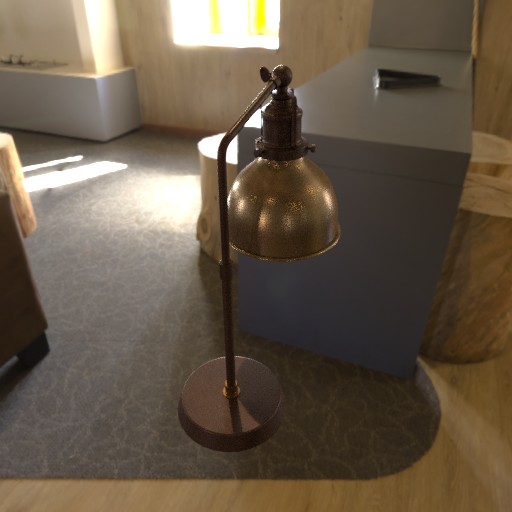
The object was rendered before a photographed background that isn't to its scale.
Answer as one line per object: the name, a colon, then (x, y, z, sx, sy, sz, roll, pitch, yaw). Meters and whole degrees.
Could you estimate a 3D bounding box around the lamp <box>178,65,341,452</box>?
lamp: (0.000, 0.000, 0.604, 0.175, 0.469, 0.298, 22, 38, 31)
